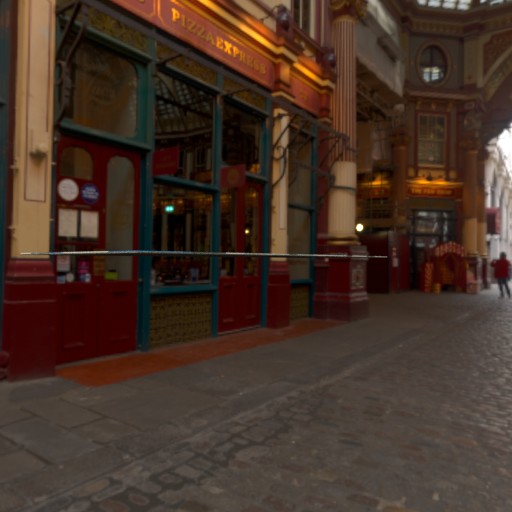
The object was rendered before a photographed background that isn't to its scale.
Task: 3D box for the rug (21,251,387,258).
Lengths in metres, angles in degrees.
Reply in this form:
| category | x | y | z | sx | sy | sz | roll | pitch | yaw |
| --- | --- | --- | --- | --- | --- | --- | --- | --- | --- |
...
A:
| category | x | y | z | sx | sy | sz | roll | pitch | yaw |
| --- | --- | --- | --- | --- | --- | --- | --- | --- | --- |
| rug | 0.000 | 0.000 | 2.686 | 0.774 | 0.008 | 2.437 | 0 | -1 | 36 |
